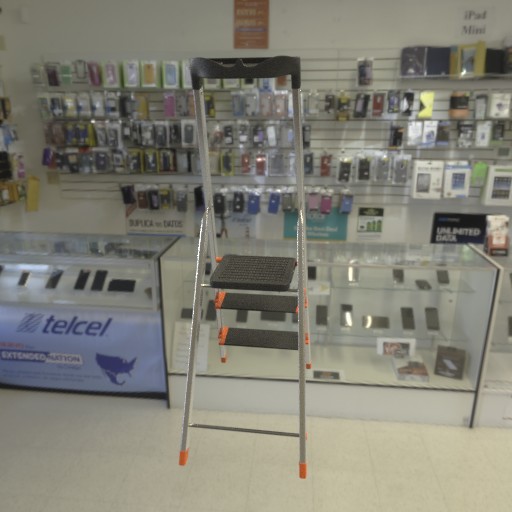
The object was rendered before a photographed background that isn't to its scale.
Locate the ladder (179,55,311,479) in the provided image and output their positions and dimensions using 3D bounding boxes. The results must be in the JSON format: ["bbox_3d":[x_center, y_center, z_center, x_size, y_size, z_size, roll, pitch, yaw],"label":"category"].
[{"bbox_3d":[0.000,0.000,1.553,0.416,1.229,0.686,2,17,8],"label":"ladder"}]
